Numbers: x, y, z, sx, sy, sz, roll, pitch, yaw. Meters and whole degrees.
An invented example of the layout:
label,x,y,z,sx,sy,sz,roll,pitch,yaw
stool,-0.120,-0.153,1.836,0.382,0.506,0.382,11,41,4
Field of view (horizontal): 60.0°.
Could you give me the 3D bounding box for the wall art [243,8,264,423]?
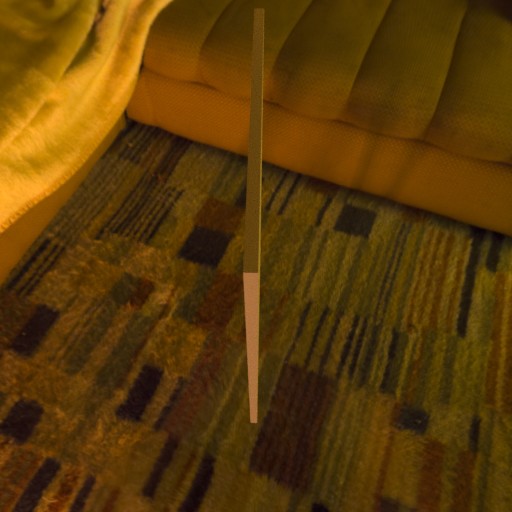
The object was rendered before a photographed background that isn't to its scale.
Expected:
label,x,y,z,sx,sy,sz,roll,pitch,yaw
wall art,0.000,0.000,0.586,0.010,0.474,0.325,1,58,1
